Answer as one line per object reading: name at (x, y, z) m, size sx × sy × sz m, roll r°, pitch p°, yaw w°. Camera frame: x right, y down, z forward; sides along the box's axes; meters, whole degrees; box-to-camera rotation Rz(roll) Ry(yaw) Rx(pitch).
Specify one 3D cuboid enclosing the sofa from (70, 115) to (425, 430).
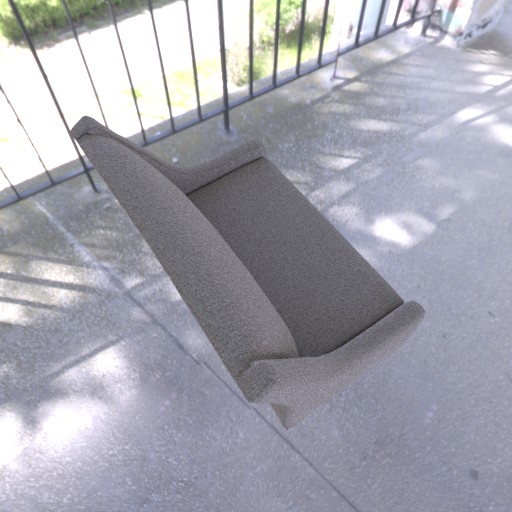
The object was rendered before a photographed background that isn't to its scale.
sofa at (0.000, 0.000, 1.909) m, size 0.862 × 1.026 × 1.242 m, roll -30°, pitch 62°, yaw -18°
